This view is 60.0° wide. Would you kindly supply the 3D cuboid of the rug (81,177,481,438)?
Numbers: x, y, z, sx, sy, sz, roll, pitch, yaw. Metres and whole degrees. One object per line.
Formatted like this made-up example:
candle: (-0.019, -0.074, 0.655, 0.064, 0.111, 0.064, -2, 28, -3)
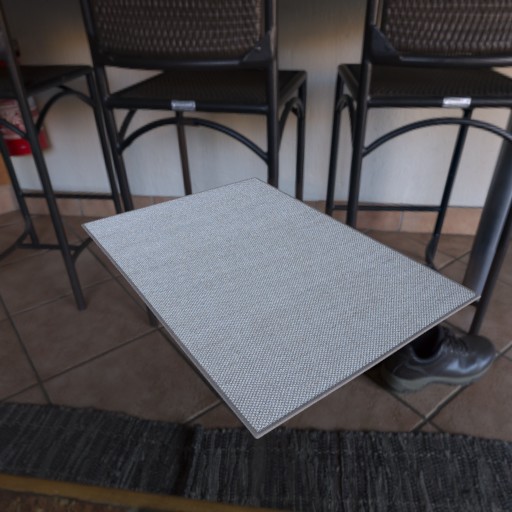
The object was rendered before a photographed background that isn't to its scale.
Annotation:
rug: (0.000, 0.000, 2.762, 1.517, 0.013, 2.115, -21, 37, -30)
